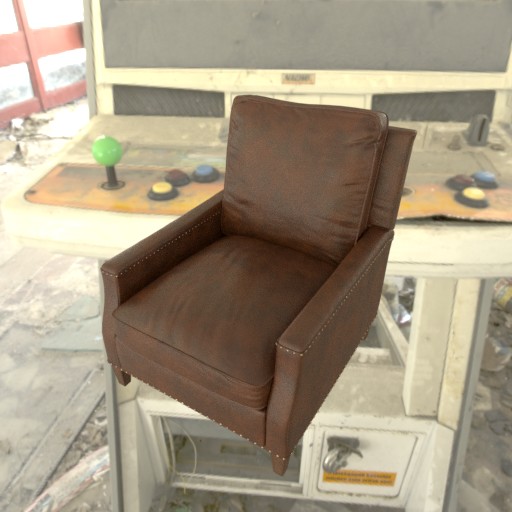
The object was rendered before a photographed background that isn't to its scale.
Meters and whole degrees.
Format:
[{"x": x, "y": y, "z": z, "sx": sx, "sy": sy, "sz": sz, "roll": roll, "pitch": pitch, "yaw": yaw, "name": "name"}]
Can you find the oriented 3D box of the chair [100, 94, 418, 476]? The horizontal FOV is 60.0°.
[{"x": 0.000, "y": 0.000, "z": 1.779, "sx": 0.854, "sy": 1.054, "sz": 1.035, "roll": 18, "pitch": 36, "yaw": 27, "name": "chair"}]
